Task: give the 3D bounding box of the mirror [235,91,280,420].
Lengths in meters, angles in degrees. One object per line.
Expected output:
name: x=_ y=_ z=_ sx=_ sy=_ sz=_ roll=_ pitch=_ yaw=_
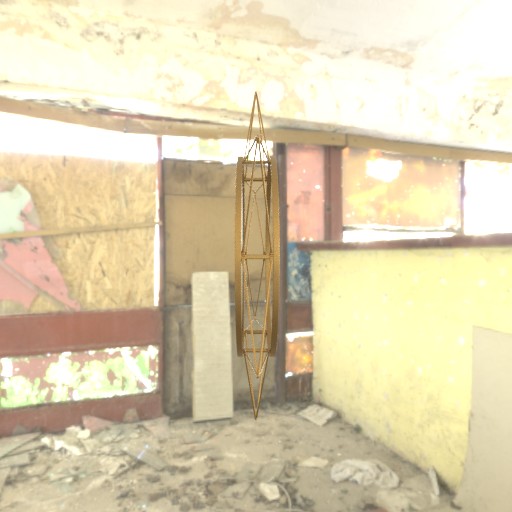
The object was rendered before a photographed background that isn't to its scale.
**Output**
mirror: x=0.000 y=0.000 z=0.783 sx=0.062 sy=0.581 sz=0.498 roll=0 pitch=0 yaw=-1
